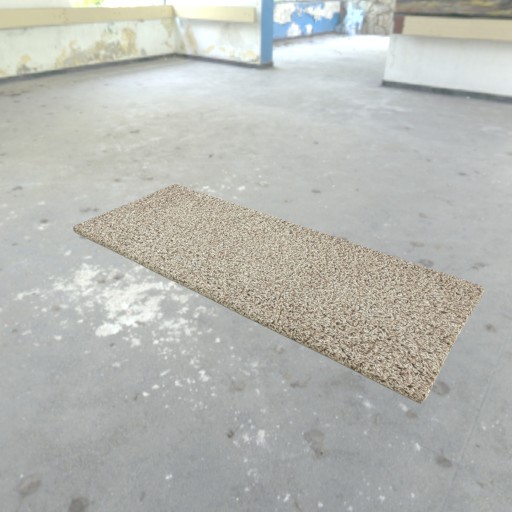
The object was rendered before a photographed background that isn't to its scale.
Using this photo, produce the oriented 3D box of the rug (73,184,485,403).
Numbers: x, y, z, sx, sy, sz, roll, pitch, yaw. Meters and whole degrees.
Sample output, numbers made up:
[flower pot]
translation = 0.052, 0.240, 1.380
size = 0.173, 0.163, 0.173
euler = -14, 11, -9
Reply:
[rug]
translation = 0.000, 0.000, 1.713
size = 1.524, 0.030, 0.609
euler = 22, 38, 31
